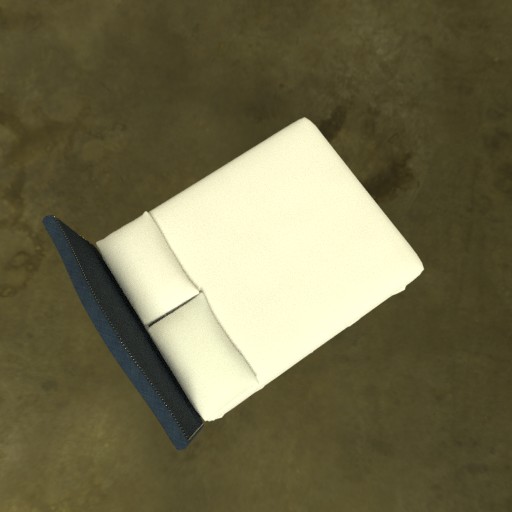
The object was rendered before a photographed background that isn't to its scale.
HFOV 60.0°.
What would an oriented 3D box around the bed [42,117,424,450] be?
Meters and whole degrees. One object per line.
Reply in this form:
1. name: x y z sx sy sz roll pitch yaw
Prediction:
1. bed: 0.000 0.000 3.297 2.153 1.518 1.713 -33 79 -8
